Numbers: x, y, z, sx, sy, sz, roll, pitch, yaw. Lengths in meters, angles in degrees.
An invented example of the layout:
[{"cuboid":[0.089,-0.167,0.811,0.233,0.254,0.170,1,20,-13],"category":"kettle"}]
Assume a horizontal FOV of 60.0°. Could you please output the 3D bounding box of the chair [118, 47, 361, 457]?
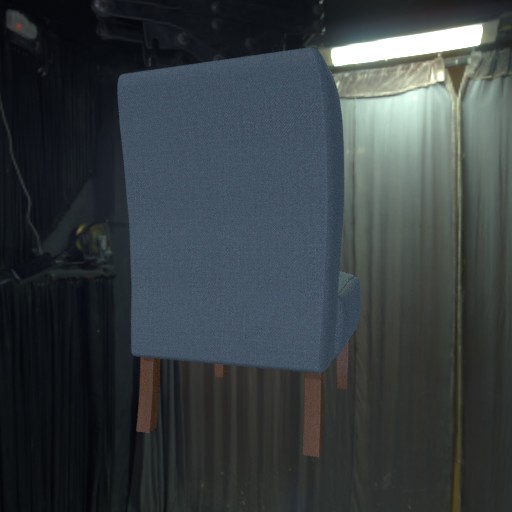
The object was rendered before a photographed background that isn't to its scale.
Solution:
[{"cuboid":[0.000,0.000,1.176,0.513,0.804,0.592,0,2,17],"category":"chair"}]
